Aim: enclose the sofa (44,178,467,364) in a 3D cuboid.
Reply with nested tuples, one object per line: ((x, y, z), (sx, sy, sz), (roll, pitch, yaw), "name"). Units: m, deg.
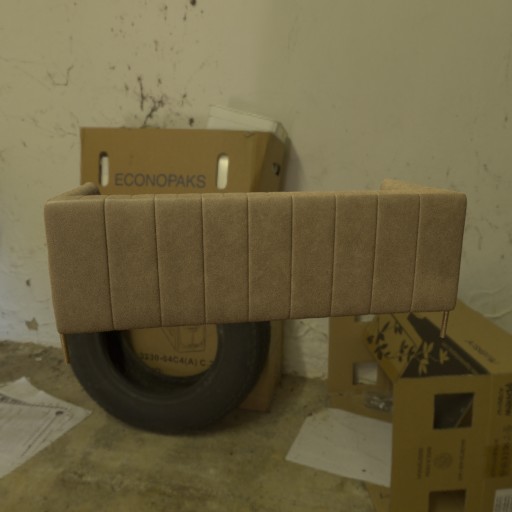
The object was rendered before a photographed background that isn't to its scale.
((0.000, 0.000, 2.450), (1.980, 0.779, 0.876), (-2, 15, -8), "sofa")
